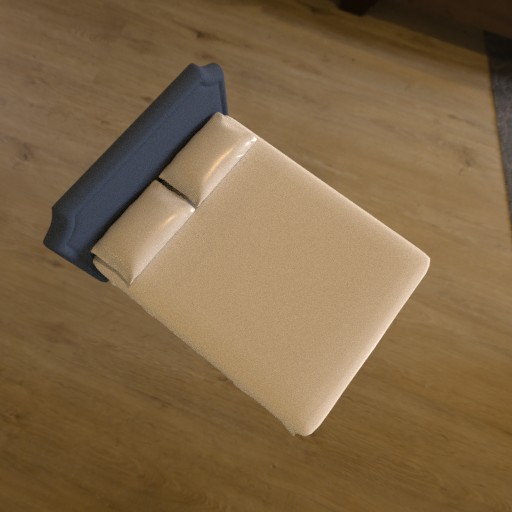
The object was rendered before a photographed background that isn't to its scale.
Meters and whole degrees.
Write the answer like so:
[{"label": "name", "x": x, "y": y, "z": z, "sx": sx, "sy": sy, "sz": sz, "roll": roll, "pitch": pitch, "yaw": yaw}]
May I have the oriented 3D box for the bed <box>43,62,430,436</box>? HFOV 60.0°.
[{"label": "bed", "x": 0.000, "y": 0.000, "z": 3.386, "sx": 2.260, "sy": 1.297, "sz": 1.831, "roll": 37, "pitch": 78, "yaw": 9}]
